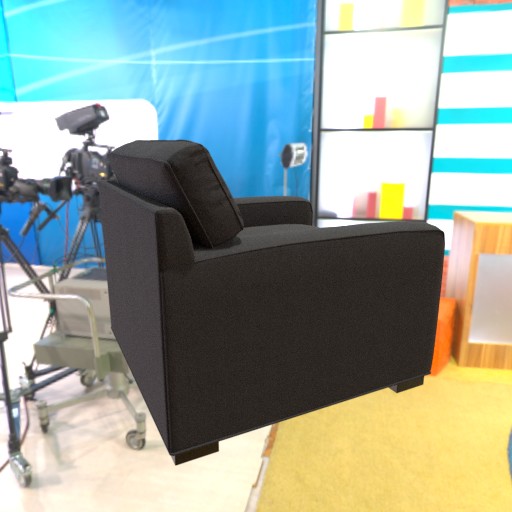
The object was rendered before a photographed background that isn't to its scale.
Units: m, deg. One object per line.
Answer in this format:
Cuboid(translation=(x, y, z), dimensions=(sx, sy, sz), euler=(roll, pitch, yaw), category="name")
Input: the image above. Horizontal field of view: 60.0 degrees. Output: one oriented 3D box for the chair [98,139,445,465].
Cuboid(translation=(0.000, 0.000, 1.797), dimensions=(1.043, 0.913, 0.997), euler=(-7, 16, -26), category="chair")
